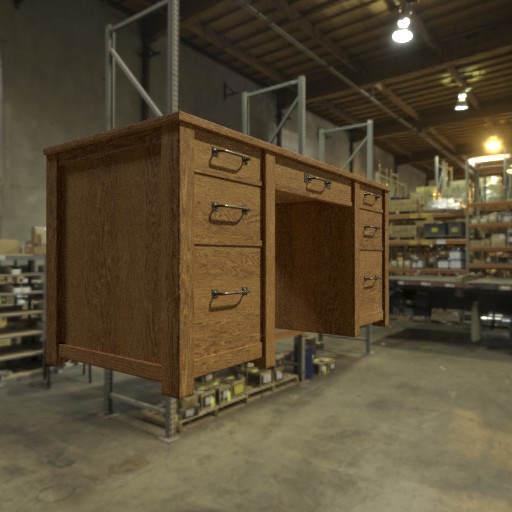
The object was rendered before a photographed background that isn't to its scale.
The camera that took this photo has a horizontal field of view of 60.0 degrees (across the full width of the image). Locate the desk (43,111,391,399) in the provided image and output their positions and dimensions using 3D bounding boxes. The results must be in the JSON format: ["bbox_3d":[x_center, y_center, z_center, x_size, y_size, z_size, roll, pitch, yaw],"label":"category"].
[{"bbox_3d":[0.000,0.000,1.969,0.685,0.751,1.567,0,0,36],"label":"desk"}]
